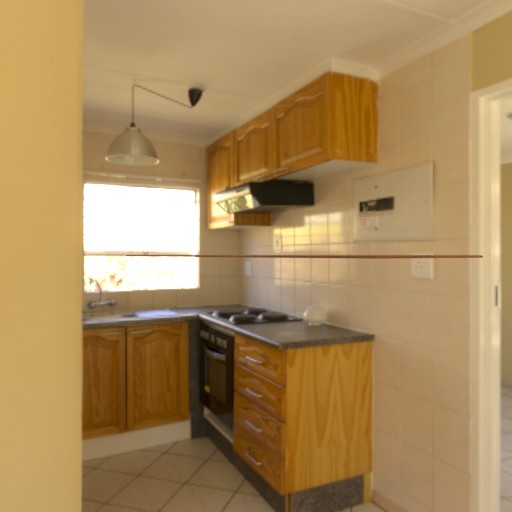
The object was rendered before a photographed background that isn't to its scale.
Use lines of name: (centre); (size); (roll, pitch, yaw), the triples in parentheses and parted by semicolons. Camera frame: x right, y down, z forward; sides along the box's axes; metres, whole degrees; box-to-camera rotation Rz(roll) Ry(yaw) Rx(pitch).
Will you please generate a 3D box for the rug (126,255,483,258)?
rug: (0.000, 0.000, 2.761); (0.769, 0.012, 2.448); (0, 0, -37)
